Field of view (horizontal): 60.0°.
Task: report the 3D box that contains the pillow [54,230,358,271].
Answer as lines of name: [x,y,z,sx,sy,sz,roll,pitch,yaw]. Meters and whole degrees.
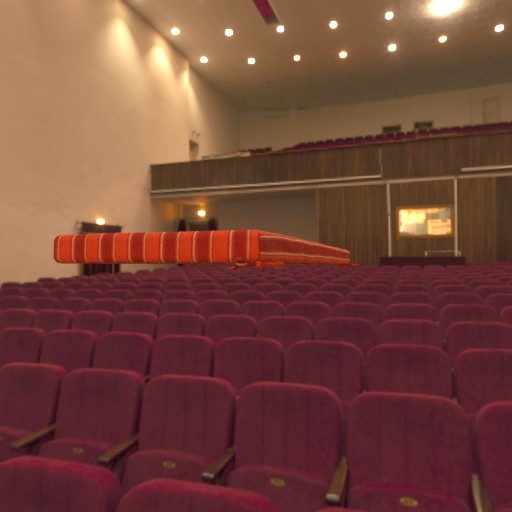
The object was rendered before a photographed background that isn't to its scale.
pillow: [0.000,0.000,1.363,0.492,0.081,1.187,0,-1,19]
